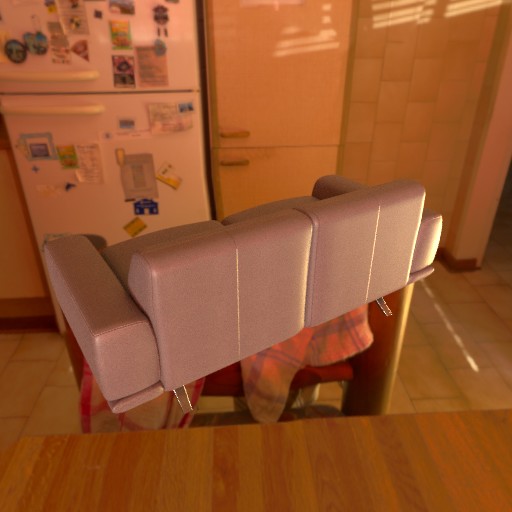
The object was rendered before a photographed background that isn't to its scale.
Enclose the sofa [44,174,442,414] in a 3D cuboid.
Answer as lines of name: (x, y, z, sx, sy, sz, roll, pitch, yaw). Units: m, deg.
sofa: (0.000, 0.000, 2.336, 1.901, 0.772, 0.900, -18, 33, -29)
